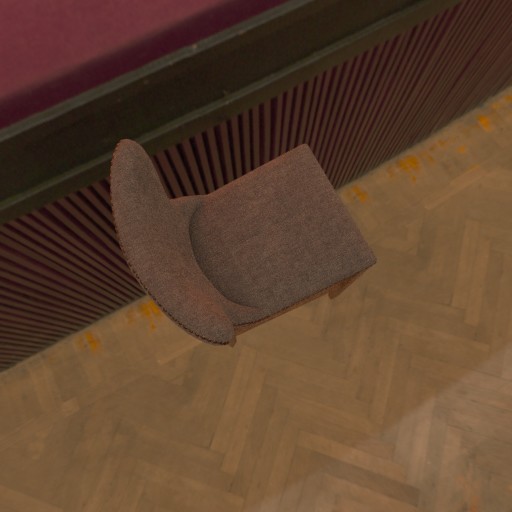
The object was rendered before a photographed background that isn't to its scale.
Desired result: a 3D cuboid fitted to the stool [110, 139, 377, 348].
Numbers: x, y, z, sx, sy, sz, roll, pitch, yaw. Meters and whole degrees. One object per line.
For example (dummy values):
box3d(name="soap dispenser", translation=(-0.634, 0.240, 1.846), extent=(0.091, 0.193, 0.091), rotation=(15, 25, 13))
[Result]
box3d(name="stool", translation=(0.000, 0.000, 1.454), extent=(0.606, 1.123, 0.494), rotation=(-27, 78, -6))
